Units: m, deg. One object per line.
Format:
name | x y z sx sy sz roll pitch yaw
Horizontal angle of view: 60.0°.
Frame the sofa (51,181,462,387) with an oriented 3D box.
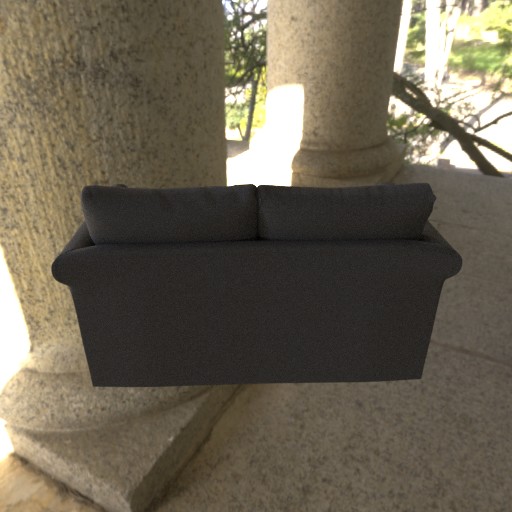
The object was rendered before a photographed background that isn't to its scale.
sofa | 0.000 0.000 1.971 1.460 0.872 0.741 -1 30 -2
